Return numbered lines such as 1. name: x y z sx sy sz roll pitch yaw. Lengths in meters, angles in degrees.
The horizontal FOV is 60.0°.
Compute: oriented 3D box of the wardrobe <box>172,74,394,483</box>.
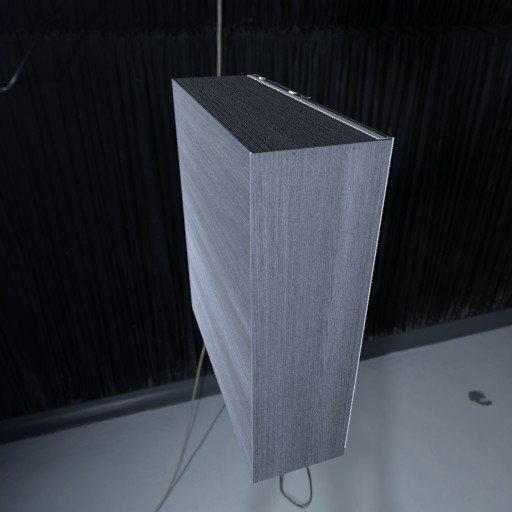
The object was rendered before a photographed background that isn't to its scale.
1. wardrobe: 0.000 0.000 2.892 0.629 1.960 1.780 -10 32 -16
